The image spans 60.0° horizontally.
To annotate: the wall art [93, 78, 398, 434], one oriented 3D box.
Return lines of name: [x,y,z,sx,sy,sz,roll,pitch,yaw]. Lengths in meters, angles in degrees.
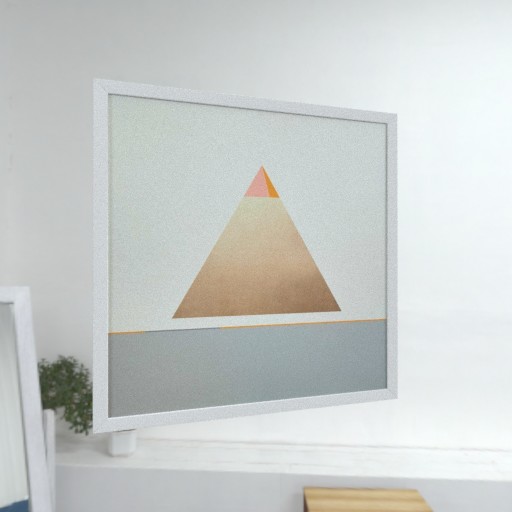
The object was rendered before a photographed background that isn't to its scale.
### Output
wall art: [0.000,0.000,0.444,0.305,0.304,0.038,0,0,-18]
